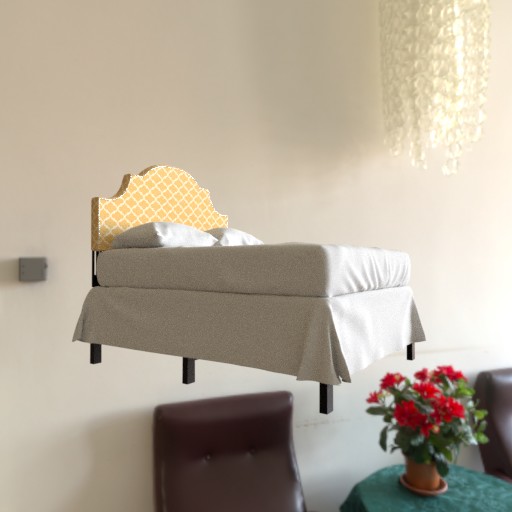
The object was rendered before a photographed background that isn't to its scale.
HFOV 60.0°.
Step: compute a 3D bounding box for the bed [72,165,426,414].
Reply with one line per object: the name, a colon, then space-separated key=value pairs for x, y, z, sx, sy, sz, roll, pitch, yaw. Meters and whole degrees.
bed: x=0.000 y=0.000 z=3.460 sx=2.222 sy=1.633 sz=1.780 roll=-1 pitch=-1 yaw=35
